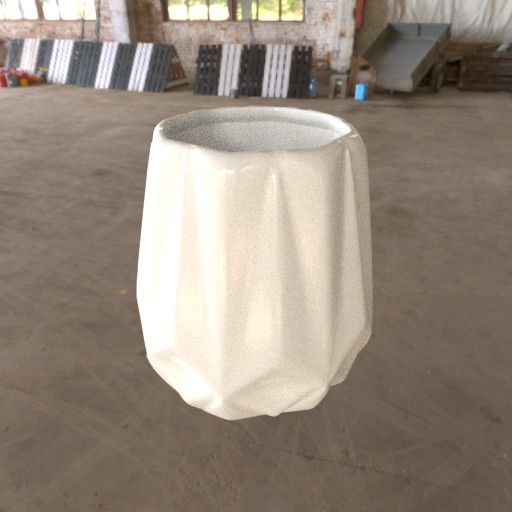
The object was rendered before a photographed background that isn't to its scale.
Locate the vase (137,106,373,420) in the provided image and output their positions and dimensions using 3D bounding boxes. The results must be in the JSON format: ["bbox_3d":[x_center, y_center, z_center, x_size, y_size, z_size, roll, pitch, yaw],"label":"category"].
[{"bbox_3d":[0.000,0.000,0.259,0.141,0.152,0.141,0,29,0],"label":"vase"}]
